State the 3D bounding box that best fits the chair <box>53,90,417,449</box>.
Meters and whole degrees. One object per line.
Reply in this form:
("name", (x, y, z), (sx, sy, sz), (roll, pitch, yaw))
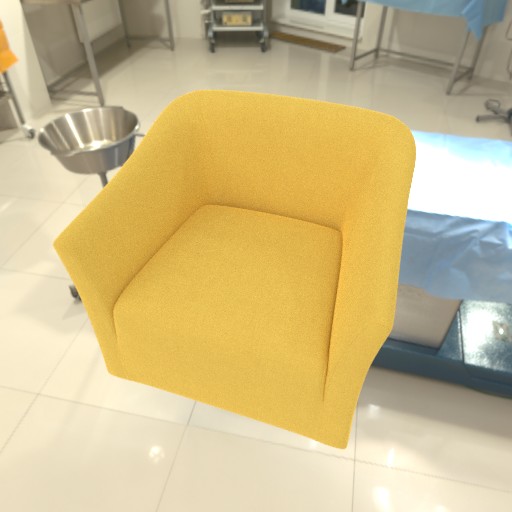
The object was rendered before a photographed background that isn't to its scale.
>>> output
("chair", (0.000, 0.000, 1.324), (0.790, 0.720, 0.700), (13, 43, 14))
